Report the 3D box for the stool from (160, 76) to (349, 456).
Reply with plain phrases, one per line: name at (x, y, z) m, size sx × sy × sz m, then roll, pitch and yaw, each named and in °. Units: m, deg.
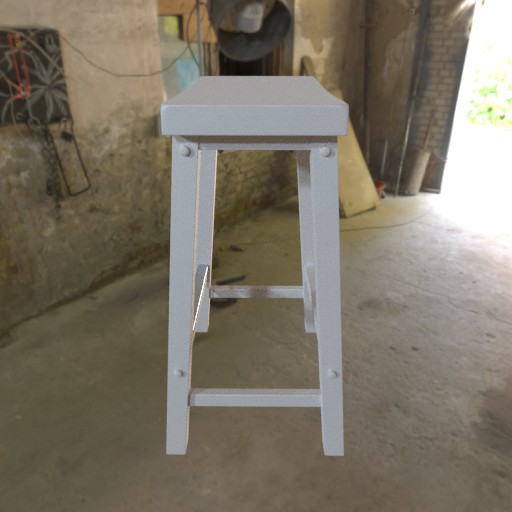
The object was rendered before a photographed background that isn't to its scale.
stool at (0.000, 0.000, 0.850) m, size 0.322 × 0.610 × 0.406 m, roll 0°, pitch 27°, yaw 0°
